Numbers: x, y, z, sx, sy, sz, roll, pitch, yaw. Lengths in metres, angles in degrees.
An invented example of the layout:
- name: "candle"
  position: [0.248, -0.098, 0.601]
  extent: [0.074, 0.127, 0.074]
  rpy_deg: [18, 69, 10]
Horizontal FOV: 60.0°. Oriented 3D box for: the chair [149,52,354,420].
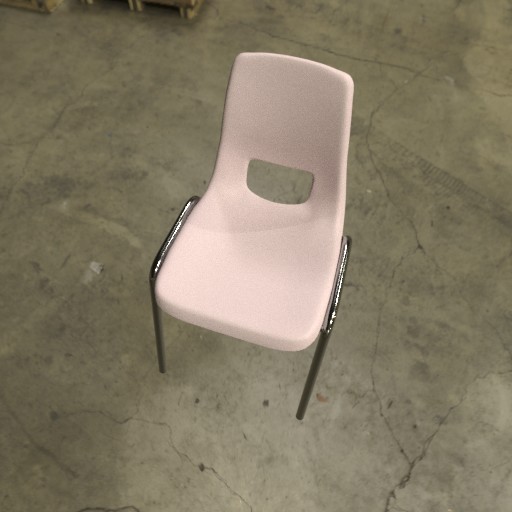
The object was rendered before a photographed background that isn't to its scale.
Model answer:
- name: "chair"
  position: [0.000, 0.000, 0.930]
  extent: [0.381, 0.653, 0.436]
  rpy_deg: [16, 59, 10]
